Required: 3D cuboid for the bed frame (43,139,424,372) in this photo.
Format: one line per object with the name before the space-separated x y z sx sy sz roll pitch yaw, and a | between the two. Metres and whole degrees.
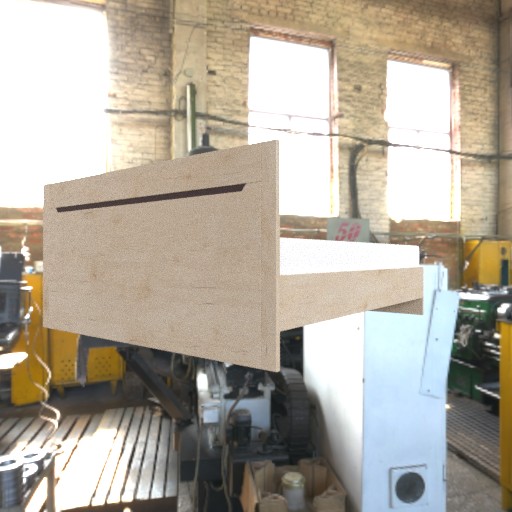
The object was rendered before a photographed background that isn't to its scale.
bed frame | 0.000 0.000 3.078 1.800 0.900 2.080 0 0 38
